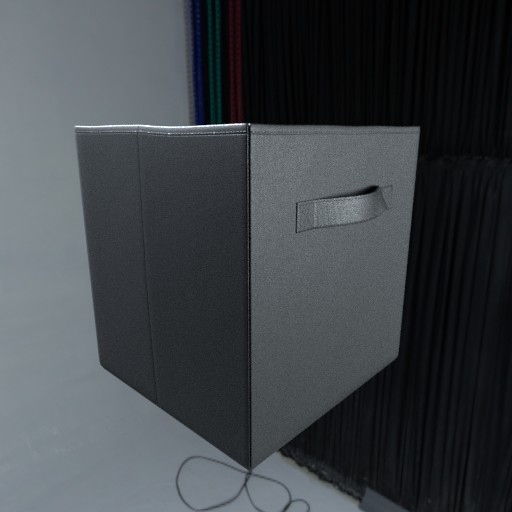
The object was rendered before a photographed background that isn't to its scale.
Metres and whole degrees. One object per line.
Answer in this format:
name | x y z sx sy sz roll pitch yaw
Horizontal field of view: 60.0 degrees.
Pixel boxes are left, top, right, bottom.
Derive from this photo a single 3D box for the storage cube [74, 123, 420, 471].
storage cube | 0.000 0.000 0.497 0.270 0.280 0.270 14 21 41
